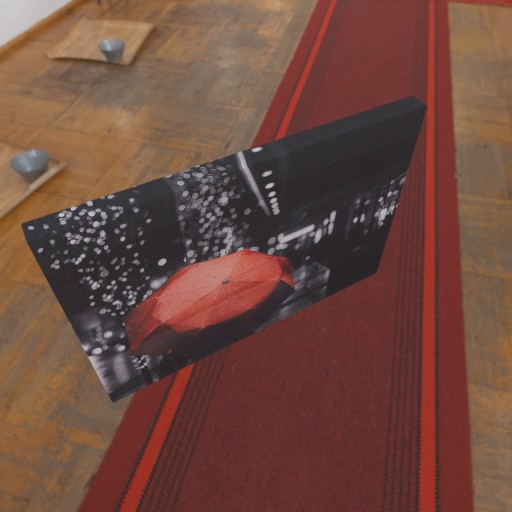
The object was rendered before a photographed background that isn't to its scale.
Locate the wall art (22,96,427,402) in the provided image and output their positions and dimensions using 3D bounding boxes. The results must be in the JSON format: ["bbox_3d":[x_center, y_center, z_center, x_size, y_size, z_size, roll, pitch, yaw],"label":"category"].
[{"bbox_3d":[0.000,0.000,0.754,0.609,0.406,0.037,-23,51,-20],"label":"wall art"}]
